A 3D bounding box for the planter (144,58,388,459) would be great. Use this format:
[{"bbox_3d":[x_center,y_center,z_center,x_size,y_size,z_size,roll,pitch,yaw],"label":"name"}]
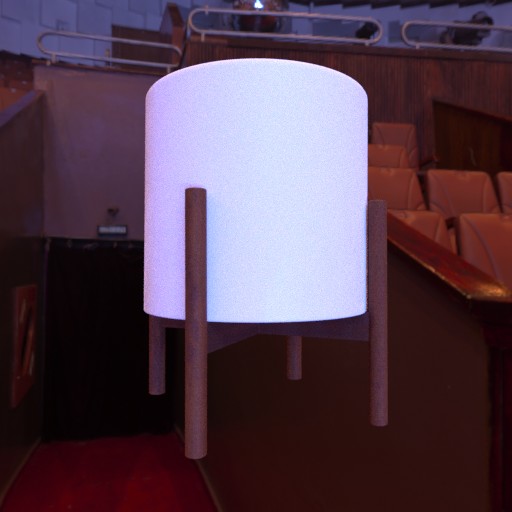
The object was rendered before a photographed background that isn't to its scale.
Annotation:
[{"bbox_3d":[0.000,0.000,0.859,0.421,0.581,0.420,0,-1,-19],"label":"planter"}]
